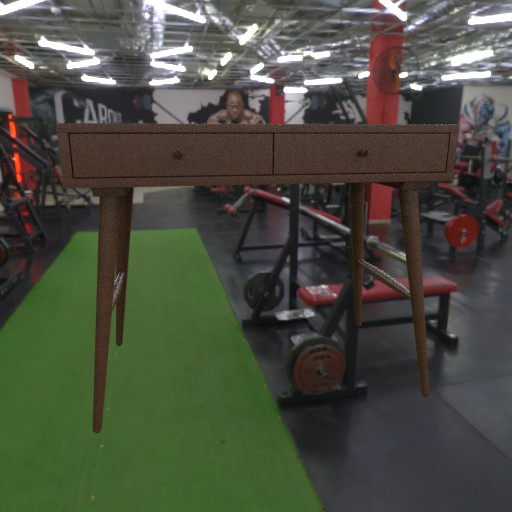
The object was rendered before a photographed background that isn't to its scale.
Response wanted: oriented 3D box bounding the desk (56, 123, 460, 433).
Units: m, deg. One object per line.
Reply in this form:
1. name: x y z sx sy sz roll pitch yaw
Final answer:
1. desk: 0.000 0.000 1.344 0.949 0.758 0.510 -3 16 -10
